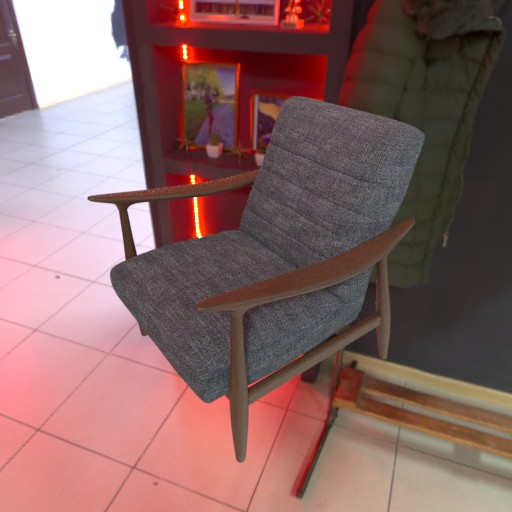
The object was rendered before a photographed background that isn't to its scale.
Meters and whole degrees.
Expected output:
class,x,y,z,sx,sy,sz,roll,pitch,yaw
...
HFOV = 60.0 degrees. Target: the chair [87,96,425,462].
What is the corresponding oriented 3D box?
class,x,y,z,sx,sy,sz,roll,pitch,yaw
chair,0.000,0.000,1.432,0.798,0.832,0.741,-21,38,-30
